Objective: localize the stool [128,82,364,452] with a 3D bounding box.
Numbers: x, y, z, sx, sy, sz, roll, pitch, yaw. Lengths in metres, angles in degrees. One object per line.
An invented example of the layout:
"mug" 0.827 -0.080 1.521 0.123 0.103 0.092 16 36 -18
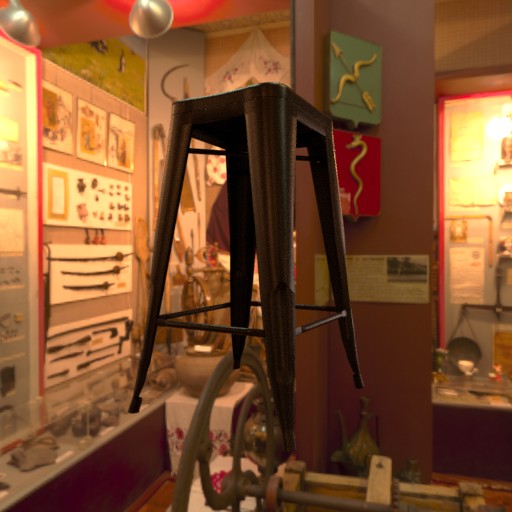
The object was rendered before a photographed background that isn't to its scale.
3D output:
"stool" 0.000 0.000 0.940 0.423 0.609 0.455 0 1 18
